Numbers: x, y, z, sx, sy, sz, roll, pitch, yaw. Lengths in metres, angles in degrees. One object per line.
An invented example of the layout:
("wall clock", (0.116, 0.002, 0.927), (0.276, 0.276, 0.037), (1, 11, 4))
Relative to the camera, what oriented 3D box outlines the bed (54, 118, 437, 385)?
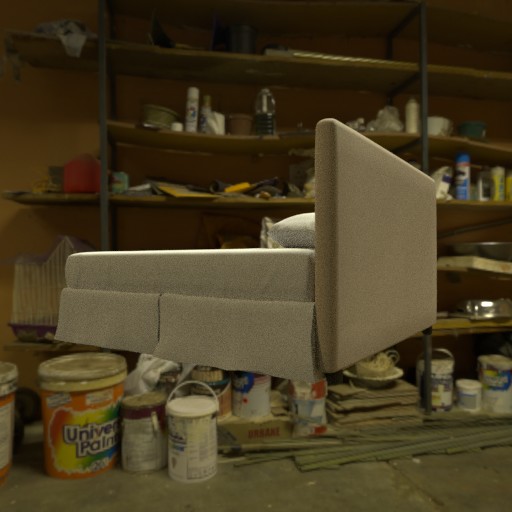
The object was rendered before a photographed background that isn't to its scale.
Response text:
("bed", (0.000, 0.000, 3.560), (2.319, 1.317, 2.119), (0, -1, 35))
